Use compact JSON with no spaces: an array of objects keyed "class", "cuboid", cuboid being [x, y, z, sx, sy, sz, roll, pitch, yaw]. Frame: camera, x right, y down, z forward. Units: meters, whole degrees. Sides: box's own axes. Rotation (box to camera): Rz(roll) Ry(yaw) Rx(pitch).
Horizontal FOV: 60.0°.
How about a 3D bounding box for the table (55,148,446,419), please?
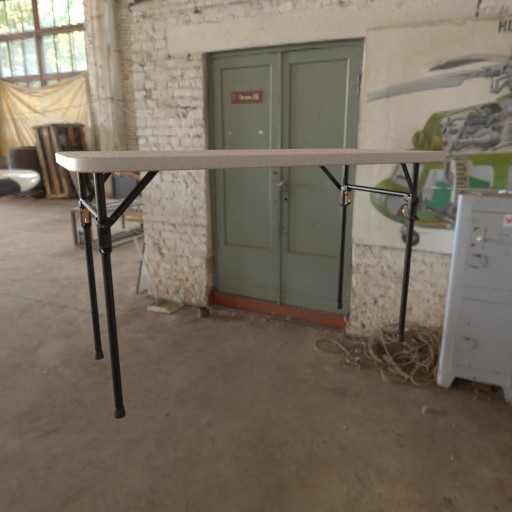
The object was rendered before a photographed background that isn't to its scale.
[{"class":"table","cuboid":[0.000,0.000,1.589,1.219,0.729,0.610,-7,16,-26]}]
